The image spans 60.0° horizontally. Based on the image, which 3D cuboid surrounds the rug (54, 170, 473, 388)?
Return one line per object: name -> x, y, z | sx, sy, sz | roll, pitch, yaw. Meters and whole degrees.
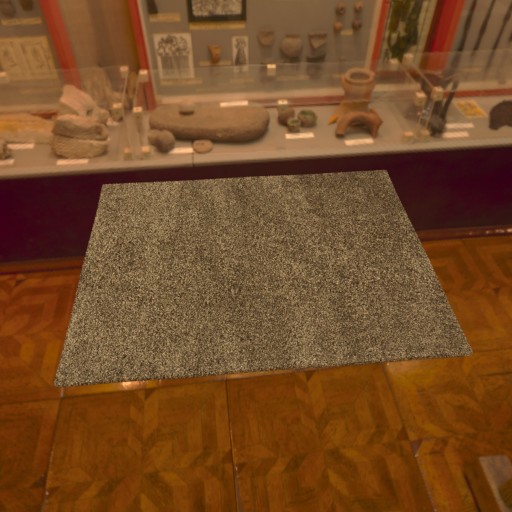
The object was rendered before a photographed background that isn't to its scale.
rug -> 0.000, 0.000, 2.093 | 1.601, 0.025, 1.198 | -4, 47, -3
